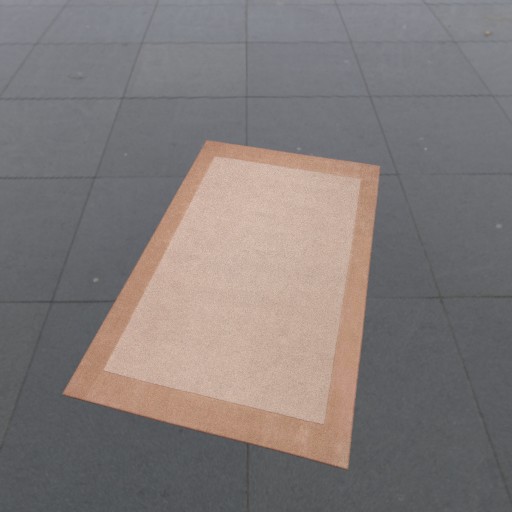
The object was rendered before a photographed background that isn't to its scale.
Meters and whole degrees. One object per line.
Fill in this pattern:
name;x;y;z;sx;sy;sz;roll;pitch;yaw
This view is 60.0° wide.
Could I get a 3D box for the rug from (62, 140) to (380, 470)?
rug;0.000;0.000;3.024;1.524;0.014;2.438;11;49;9
